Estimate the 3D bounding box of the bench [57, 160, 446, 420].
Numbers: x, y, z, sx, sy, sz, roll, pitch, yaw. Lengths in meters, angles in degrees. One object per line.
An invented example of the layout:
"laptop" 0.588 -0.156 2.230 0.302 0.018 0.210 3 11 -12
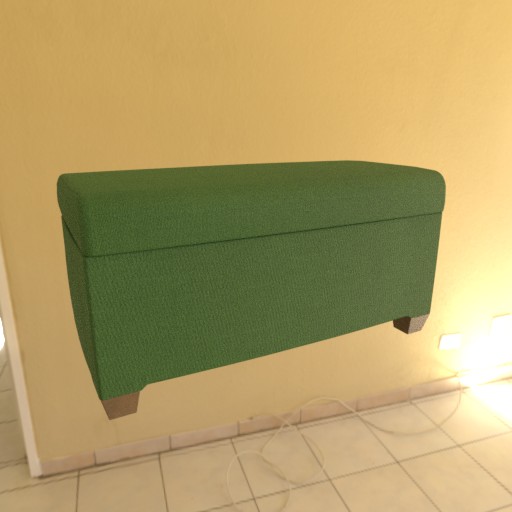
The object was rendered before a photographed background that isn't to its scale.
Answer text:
"bench" 0.000 0.000 1.266 0.989 0.501 0.505 -9 19 -26
